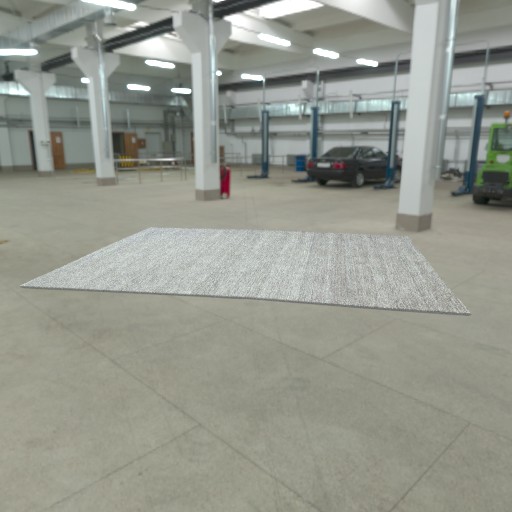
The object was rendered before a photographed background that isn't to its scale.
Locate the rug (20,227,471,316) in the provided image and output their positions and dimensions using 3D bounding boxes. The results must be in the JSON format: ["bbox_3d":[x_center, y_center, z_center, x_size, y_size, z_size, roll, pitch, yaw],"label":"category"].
[{"bbox_3d":[0.000,0.000,4.229,3.202,0.045,2.434,3,15,10],"label":"rug"}]
